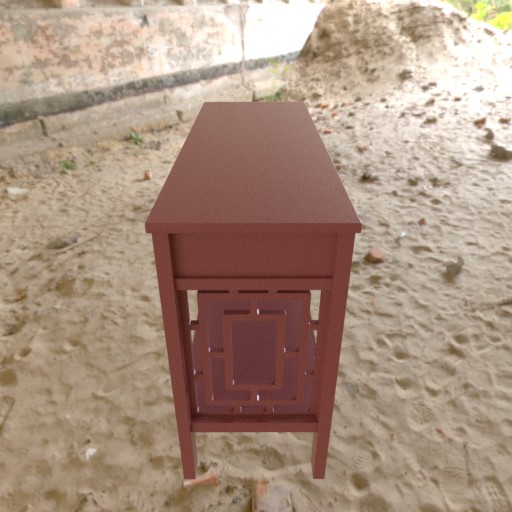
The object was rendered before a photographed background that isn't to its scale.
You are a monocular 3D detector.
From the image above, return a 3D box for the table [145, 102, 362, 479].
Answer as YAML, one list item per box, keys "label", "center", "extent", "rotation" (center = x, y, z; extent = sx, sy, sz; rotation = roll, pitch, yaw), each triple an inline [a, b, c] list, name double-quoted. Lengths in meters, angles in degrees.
- label: "table"
  center: [0.000, 0.000, 1.434]
  extent: [0.397, 0.753, 1.068]
  rotation: [0, 30, 0]
